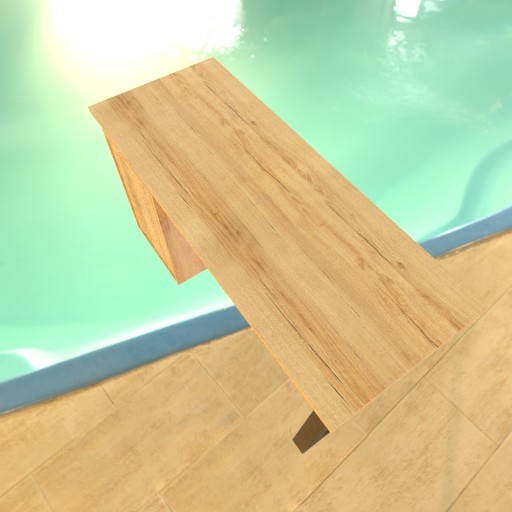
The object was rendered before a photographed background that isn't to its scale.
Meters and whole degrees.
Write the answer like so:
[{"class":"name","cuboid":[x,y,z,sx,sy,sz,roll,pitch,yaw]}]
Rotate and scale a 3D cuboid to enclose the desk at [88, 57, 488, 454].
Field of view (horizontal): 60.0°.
[{"class":"desk","cuboid":[0.000,0.000,1.740,0.550,0.760,1.400,-30,62,-18]}]
